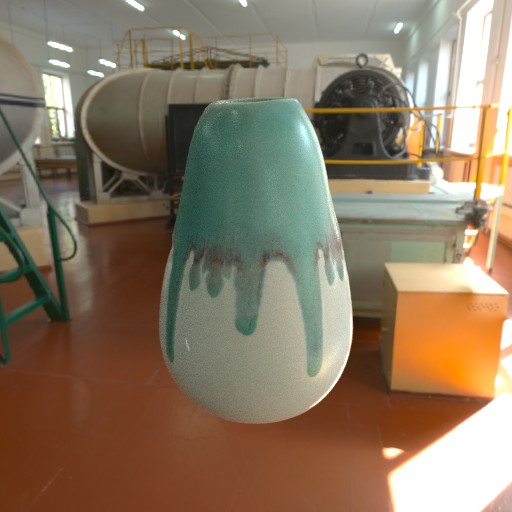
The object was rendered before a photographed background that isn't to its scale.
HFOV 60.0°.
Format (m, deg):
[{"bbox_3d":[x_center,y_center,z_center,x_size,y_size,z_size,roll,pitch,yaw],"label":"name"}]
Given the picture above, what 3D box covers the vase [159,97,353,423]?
[{"bbox_3d":[0.000,0.000,0.261,0.116,0.179,0.116,0,15,0],"label":"vase"}]
